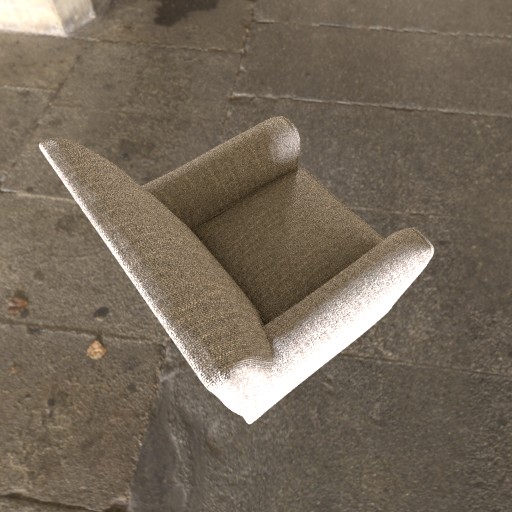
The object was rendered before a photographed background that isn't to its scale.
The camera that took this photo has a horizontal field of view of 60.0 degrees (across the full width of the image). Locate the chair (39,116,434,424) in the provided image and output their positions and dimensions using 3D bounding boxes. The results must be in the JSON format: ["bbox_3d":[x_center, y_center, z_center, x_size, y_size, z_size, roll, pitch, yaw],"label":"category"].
[{"bbox_3d":[0.000,0.000,1.562,0.873,0.928,0.864,-32,63,-19],"label":"chair"}]
